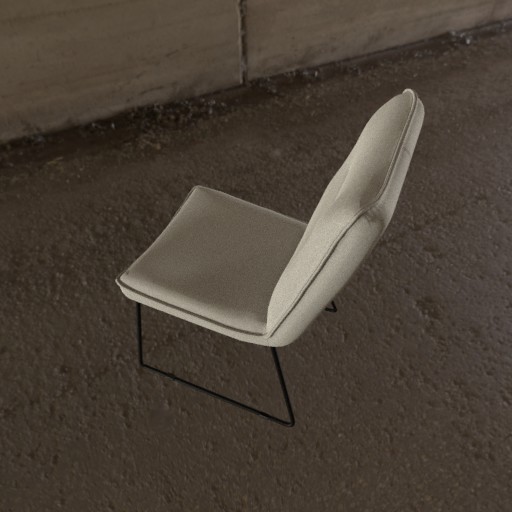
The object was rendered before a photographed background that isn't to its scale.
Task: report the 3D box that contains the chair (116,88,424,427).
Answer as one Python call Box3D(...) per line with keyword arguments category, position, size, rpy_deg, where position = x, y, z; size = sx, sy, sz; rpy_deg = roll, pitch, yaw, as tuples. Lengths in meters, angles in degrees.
Box3D(category="chair", position=(0.000, 0.000, 1.307), size=(0.688, 0.930, 0.515), rpy_deg=(17, 49, 16))
